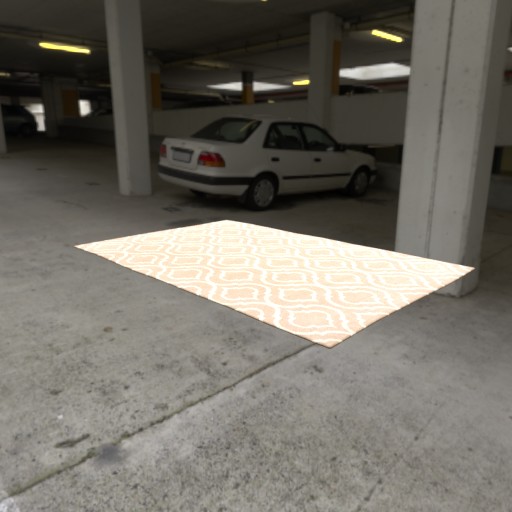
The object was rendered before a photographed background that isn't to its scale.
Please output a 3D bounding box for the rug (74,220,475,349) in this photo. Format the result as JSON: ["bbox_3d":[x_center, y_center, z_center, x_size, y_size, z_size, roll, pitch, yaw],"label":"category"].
[{"bbox_3d":[0.000,0.000,2.270,1.761,0.013,1.152,15,21,43],"label":"rug"}]
